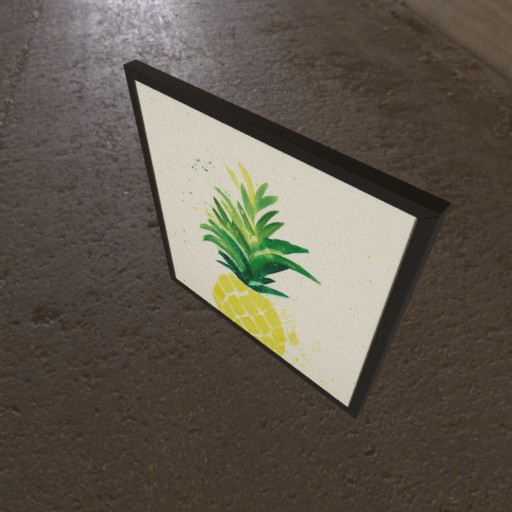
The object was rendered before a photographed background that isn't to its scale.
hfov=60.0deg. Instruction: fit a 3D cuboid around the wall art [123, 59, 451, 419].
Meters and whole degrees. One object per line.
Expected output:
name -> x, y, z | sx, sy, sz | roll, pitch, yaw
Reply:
wall art -> 0.000, 0.000, 1.119 | 0.762, 0.760, 0.037 | 33, 55, 26
